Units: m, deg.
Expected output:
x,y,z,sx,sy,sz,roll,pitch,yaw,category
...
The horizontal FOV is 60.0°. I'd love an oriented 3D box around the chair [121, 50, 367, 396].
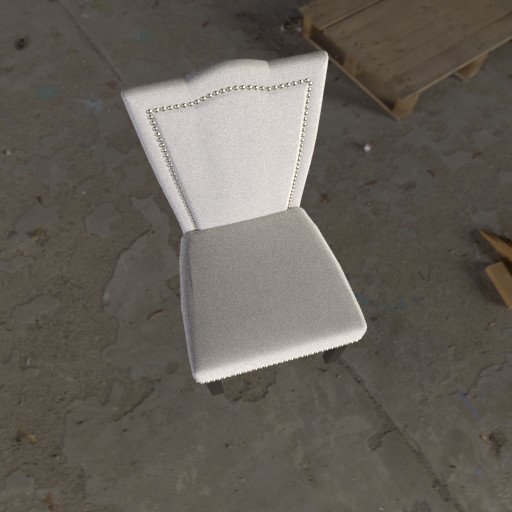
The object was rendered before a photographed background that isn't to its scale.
x,y,z,sx,sy,sz,roll,pitch,yaw,category
0.000,0.000,1.313,0.518,0.946,0.589,-14,64,-7,chair
